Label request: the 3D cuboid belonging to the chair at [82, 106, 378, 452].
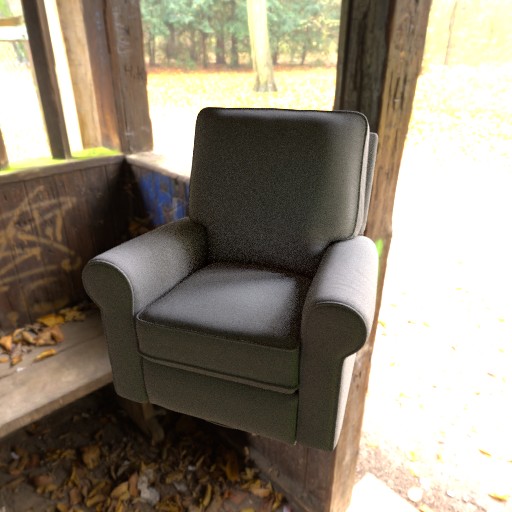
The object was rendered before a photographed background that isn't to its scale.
[{"bbox_3d":[0.000,0.000,1.626,0.890,0.960,0.878,8,28,16],"label":"chair"}]
